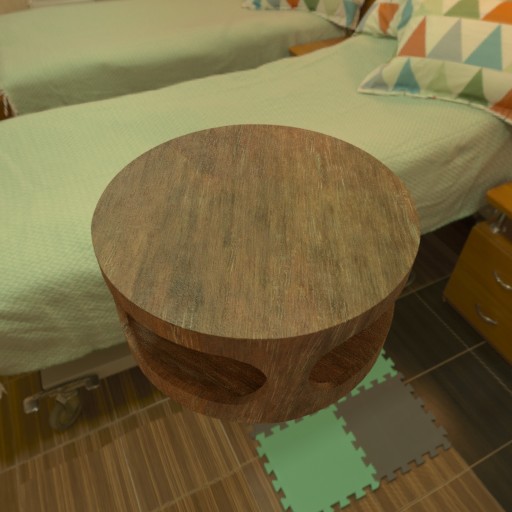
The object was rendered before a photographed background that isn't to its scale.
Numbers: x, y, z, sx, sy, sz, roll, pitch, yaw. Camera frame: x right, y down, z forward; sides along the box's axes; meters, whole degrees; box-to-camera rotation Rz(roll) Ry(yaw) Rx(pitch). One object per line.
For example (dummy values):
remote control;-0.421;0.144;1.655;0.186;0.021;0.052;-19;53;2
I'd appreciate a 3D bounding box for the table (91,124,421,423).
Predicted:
table;0.000;0.000;1.515;0.974;0.450;0.974;0;46;0
